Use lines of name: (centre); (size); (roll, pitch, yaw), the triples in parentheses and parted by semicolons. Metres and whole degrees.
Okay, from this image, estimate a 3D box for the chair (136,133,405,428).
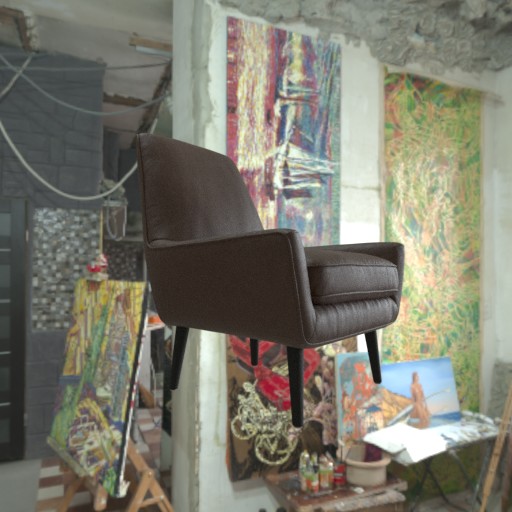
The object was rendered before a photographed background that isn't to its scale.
chair: (0.000, 0.000, 1.541); (0.824, 0.888, 0.787); (-1, -2, 37)
